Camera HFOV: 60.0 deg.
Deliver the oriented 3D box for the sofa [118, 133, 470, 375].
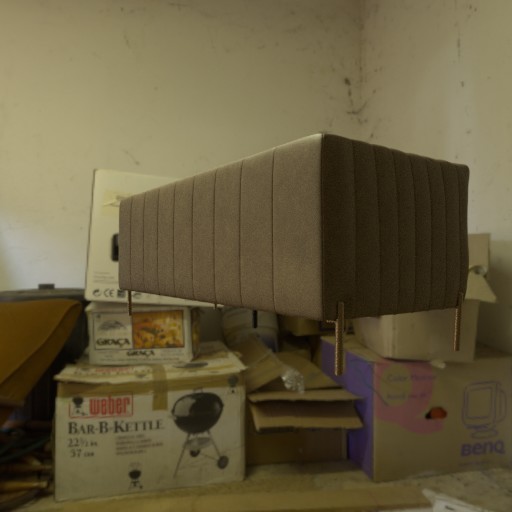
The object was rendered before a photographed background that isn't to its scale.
[{"bbox_3d":[0.000,0.000,2.389,0.876,0.779,1.980,0,-1,-36],"label":"sofa"}]
